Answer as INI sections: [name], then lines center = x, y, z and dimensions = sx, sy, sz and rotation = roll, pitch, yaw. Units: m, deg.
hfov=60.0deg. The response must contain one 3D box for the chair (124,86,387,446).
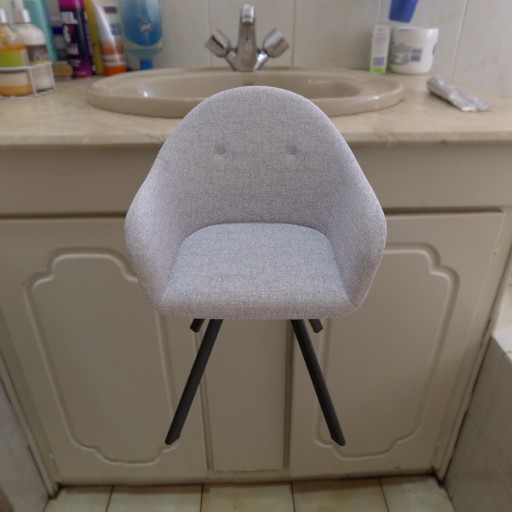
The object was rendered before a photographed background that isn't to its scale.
[chair]
center = 0.000, 0.000, 1.179
dimensions = 0.540, 0.780, 0.570
rotation = 0, 29, 0
